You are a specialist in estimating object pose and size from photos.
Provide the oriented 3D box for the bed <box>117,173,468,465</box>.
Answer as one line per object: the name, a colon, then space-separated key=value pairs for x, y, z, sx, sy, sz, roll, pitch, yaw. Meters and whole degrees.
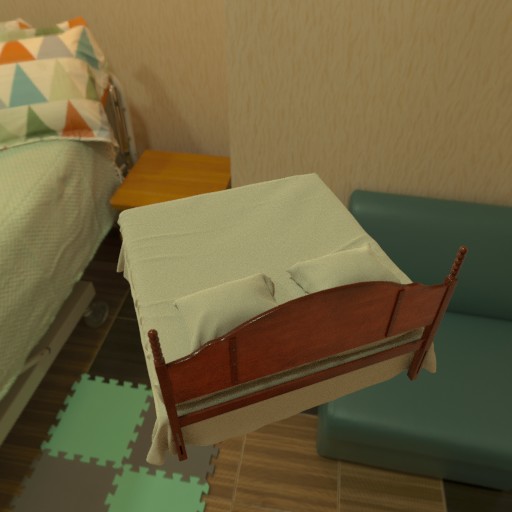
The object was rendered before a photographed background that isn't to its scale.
bed: x=0.000 y=0.000 z=3.599 sx=2.322 sy=1.355 sz=2.219 roll=-13 pitch=43 yaw=-15
